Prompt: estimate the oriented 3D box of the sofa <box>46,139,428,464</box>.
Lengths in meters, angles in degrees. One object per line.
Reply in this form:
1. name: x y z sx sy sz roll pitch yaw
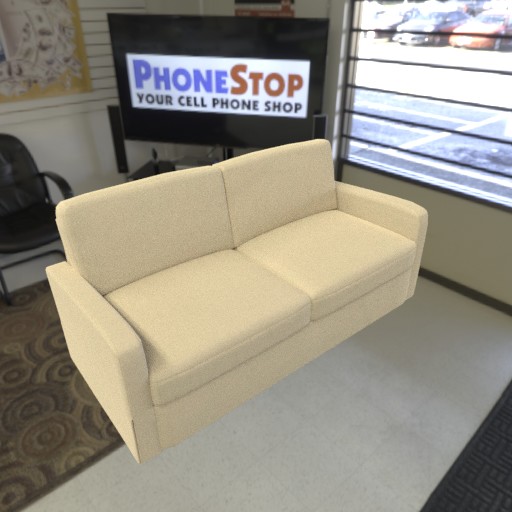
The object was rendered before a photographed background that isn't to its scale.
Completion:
1. sofa: 0.000 0.000 2.257 1.808 0.831 0.894 -22 37 -33
